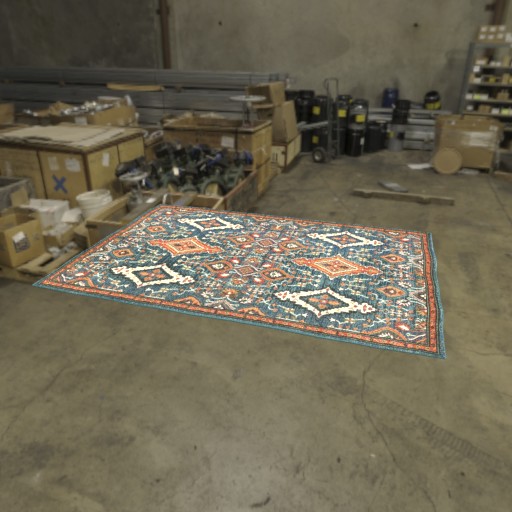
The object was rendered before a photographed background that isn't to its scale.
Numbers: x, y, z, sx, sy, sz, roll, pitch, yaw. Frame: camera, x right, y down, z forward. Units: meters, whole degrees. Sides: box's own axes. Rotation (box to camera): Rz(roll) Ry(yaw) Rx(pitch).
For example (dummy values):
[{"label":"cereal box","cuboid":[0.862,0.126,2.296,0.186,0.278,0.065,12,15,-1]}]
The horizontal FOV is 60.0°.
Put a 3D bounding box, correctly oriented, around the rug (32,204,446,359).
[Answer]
[{"label":"rug","cuboid":[0.000,0.000,3.060,2.373,0.009,1.622,8,26,16]}]
